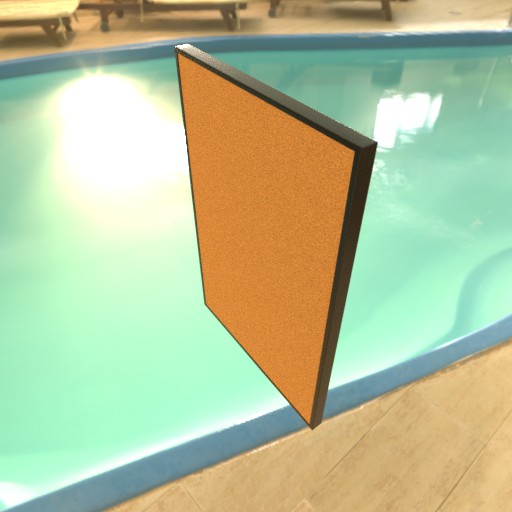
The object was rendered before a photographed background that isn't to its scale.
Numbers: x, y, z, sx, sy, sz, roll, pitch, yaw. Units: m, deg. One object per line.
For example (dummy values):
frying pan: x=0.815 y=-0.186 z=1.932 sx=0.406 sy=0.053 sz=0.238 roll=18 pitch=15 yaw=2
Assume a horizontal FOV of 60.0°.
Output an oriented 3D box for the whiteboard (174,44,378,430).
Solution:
whiteboard: x=0.000 y=0.000 z=0.789 sx=0.026 sy=0.611 sz=0.406 roll=-26 pitch=48 yaw=-26
